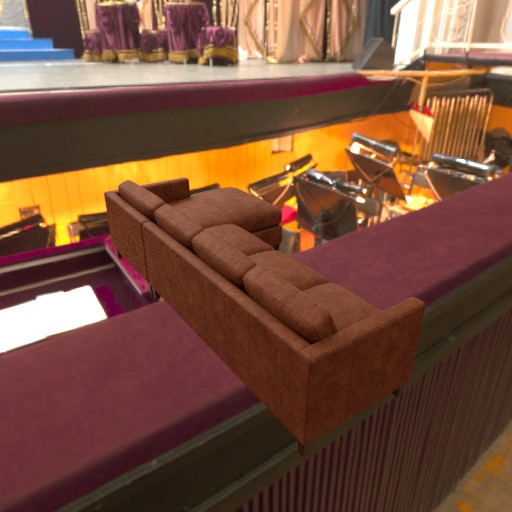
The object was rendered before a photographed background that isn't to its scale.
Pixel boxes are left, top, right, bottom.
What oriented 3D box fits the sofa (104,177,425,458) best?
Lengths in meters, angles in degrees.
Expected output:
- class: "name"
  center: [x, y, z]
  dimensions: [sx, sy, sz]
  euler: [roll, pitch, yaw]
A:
- class: "sofa"
  center: [0.000, 0.000, 3.900]
  dimensions: [1.581, 0.883, 3.203]
  euler: [-17, 32, -31]
